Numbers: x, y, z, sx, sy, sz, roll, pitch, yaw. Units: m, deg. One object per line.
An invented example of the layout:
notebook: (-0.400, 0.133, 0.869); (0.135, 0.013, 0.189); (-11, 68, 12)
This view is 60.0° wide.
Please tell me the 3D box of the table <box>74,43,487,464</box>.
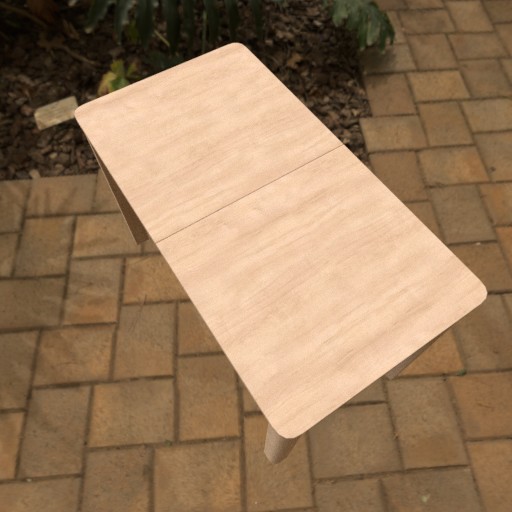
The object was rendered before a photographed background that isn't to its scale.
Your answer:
table: (0.000, 0.000, 1.875); (0.750, 0.900, 1.400); (-30, 65, -16)
